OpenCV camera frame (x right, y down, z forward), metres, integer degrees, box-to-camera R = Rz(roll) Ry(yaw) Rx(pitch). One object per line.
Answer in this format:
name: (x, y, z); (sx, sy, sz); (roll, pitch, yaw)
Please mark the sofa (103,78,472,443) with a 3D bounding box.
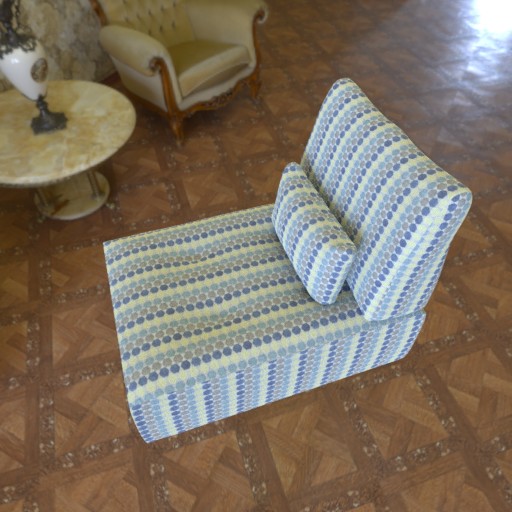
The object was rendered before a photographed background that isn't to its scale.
sofa: (0.000, 0.000, 1.501); (1.000, 0.820, 0.700); (-14, 49, -13)
